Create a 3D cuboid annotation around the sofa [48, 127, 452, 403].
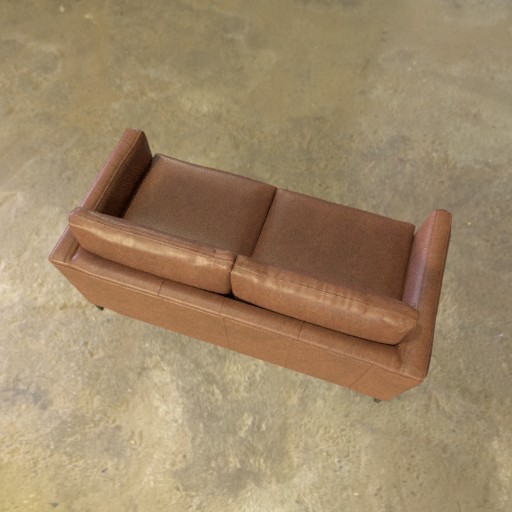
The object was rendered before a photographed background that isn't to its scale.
[{"bbox_3d":[0.000,0.000,2.327,1.797,0.883,0.899,16,65,8],"label":"sofa"}]
